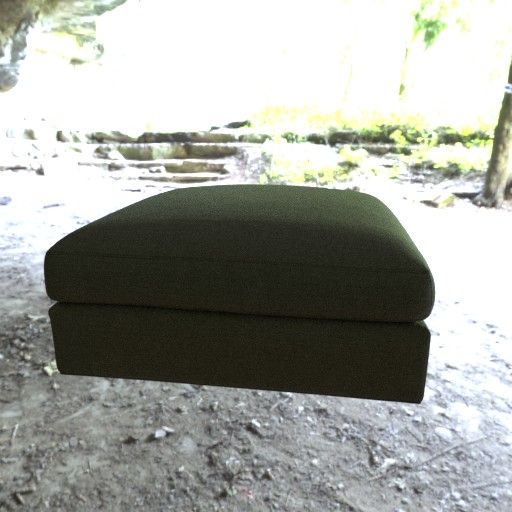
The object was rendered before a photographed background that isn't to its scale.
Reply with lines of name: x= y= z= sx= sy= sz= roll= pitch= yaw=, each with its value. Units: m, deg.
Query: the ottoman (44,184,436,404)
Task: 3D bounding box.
ottoman: x=0.000 y=0.000 z=1.625 sx=1.041 sy=0.470 sz=1.041 roll=2 pitch=16 yaw=8
